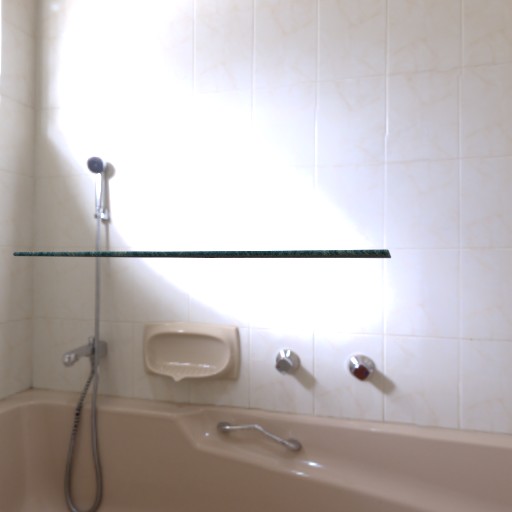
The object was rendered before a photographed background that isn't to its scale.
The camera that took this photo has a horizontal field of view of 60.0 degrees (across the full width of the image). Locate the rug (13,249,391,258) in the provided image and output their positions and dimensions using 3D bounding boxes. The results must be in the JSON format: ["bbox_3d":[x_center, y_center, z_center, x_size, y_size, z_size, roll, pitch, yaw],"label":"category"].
[{"bbox_3d":[0.000,0.000,4.138,2.405,0.027,3.217,0,-1,17],"label":"rug"}]
